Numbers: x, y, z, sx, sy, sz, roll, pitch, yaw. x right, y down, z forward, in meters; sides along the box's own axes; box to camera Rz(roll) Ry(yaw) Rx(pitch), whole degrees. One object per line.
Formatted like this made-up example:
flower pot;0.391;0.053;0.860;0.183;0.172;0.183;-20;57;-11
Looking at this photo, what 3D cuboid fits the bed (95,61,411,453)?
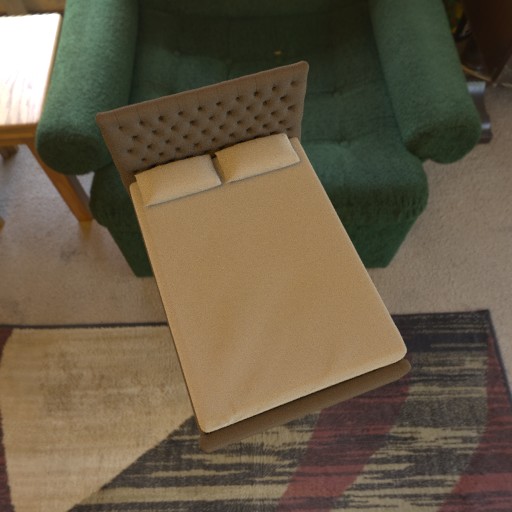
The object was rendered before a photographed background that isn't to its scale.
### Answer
bed;0.000;0.000;3.508;1.698;1.427;2.387;-18;65;-9
